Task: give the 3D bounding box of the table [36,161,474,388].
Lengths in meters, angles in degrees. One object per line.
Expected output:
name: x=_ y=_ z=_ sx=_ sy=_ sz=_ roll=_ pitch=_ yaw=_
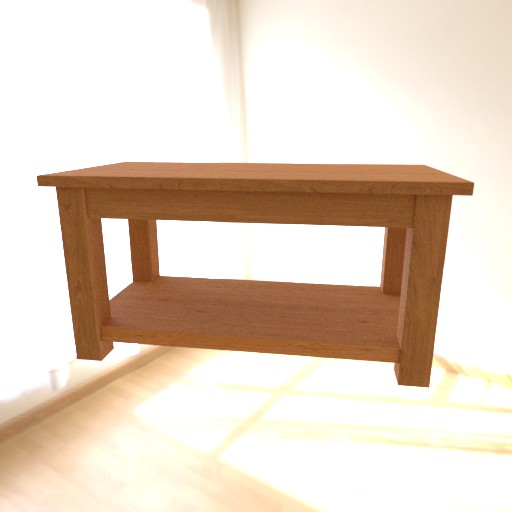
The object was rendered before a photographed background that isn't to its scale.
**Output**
table: x=0.000 y=0.000 z=1.173 sx=0.899 sy=0.452 sz=0.450 roll=2 pitch=16 yaw=8
